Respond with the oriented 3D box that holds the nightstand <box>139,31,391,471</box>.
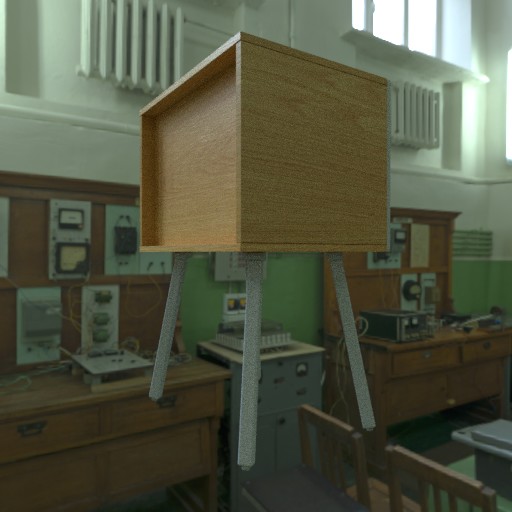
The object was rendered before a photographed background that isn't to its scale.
[{"bbox_3d":[0.000,0.000,0.844,0.316,0.601,0.400,0,1,-34],"label":"nightstand"}]
